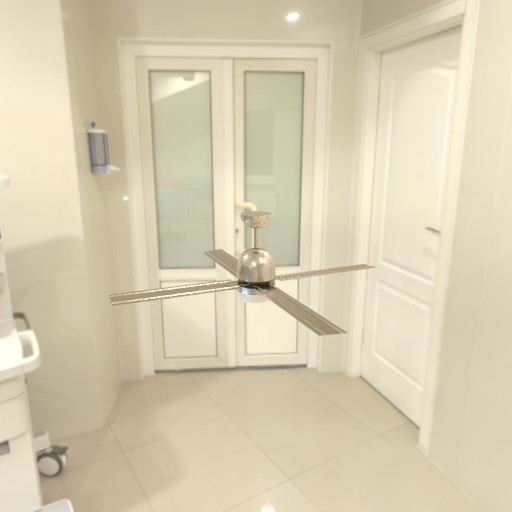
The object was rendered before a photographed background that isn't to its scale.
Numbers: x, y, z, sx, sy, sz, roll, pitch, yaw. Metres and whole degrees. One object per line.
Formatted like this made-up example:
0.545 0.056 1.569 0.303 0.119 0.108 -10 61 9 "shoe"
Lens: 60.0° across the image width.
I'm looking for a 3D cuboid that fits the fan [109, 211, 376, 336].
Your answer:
0.000 0.000 2.105 1.346 0.406 1.346 -7 16 -24 "fan"
